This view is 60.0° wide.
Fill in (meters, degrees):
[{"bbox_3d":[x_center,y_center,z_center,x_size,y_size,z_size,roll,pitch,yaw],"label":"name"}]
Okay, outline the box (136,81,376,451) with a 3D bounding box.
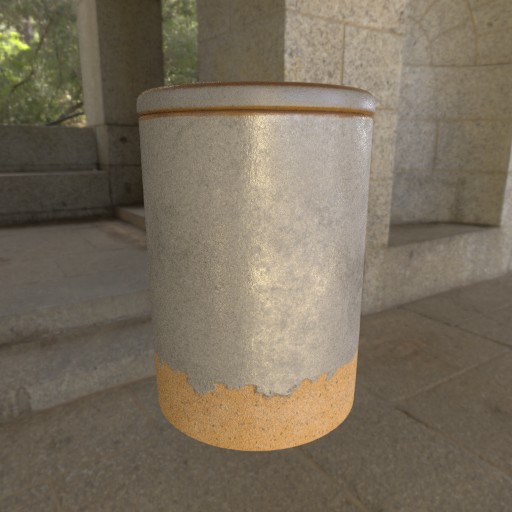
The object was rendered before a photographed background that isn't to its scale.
[{"bbox_3d":[0.000,0.000,0.245,0.118,0.168,0.118,0,14,0],"label":"box"}]
